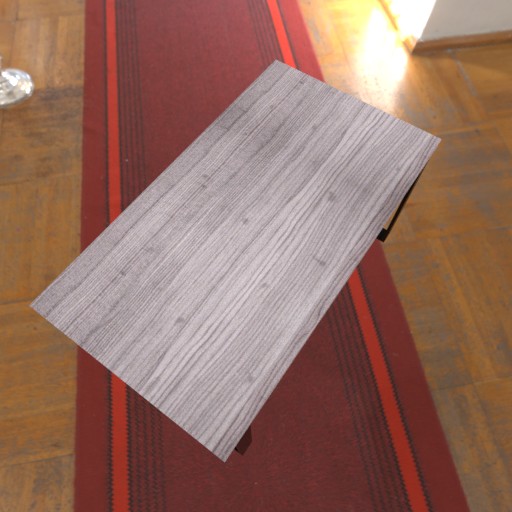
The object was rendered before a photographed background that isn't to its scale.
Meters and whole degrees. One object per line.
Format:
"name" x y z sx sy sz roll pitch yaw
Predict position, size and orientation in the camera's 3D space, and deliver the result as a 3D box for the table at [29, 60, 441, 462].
"table" 0.000 0.000 2.099 0.881 0.736 1.579 32 67 15
